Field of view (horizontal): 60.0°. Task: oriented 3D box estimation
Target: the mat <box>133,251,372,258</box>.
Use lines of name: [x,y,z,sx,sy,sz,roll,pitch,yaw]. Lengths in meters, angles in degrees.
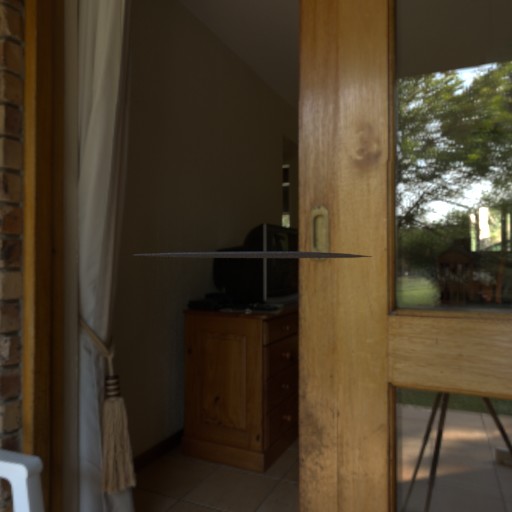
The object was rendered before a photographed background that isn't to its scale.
mat: [0.000,0.000,1.931,0.913,0.013,1.524,0,-1,19]
